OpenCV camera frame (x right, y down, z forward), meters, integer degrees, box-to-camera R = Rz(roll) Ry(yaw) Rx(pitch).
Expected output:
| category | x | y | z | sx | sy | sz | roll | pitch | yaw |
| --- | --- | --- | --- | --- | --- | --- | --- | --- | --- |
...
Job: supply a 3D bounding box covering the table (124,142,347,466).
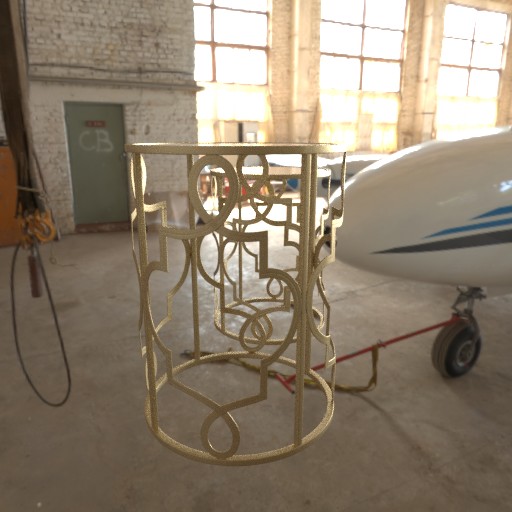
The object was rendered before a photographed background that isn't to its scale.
| category | x | y | z | sx | sy | sz | roll | pitch | yaw |
| --- | --- | --- | --- | --- | --- | --- | --- | --- | --- |
| table | 0.000 | 0.000 | 1.136 | 0.420 | 0.564 | 0.846 | 3 | 15 | 10 |
